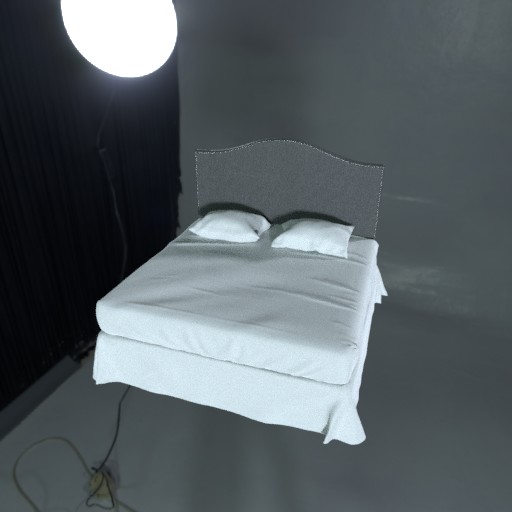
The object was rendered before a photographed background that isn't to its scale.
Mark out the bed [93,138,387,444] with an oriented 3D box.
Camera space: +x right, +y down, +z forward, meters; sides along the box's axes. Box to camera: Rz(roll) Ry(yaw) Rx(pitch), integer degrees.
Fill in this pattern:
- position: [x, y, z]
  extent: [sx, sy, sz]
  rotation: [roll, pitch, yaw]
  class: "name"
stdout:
- position: [0.000, 0.000, 3.895]
  extent: [2.314, 1.651, 2.219]
  rotation: [8, 28, 16]
  class: "bed"
